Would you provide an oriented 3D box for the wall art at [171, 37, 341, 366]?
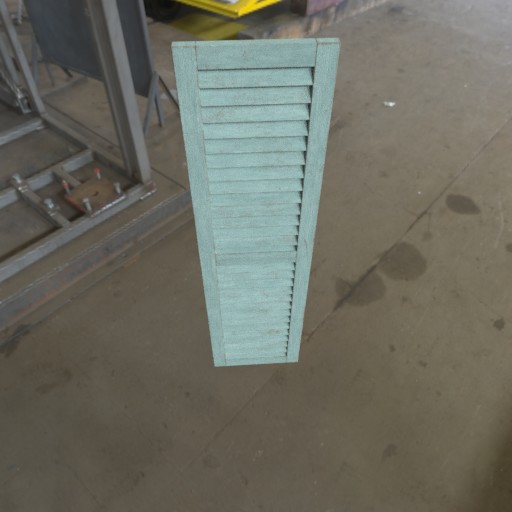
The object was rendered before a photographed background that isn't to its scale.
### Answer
[{"bbox_3d":[0.000,0.000,1.309,0.329,1.219,0.025,-3,47,-3],"label":"wall art"}]
